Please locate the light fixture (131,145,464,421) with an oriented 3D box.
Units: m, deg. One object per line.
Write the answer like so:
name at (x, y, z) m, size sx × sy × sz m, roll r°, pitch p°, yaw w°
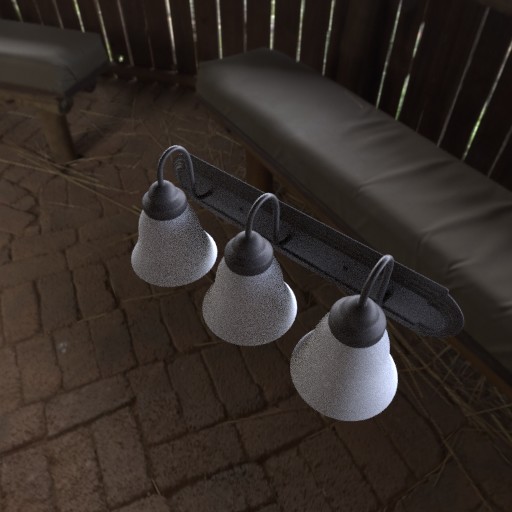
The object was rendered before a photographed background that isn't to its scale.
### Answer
light fixture at (0.000, 0.000, 0.703) m, size 0.610 × 0.222 × 0.199 m, roll 31°, pitch 54°, yaw 26°
